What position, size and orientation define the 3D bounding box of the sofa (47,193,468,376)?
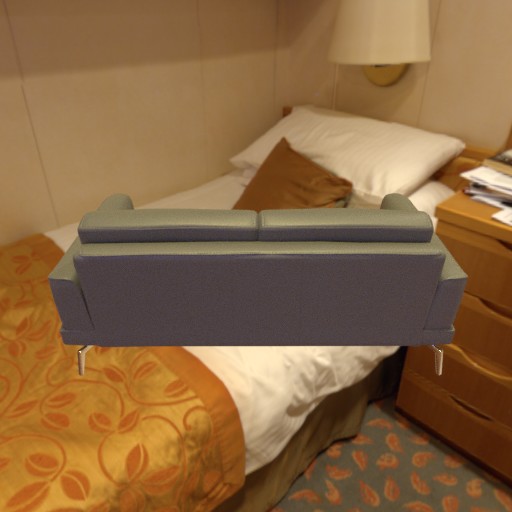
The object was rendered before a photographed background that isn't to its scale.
[{"bbox_3d":[0.000,0.000,2.740,2.177,0.930,1.121,0,31,0],"label":"sofa"}]
